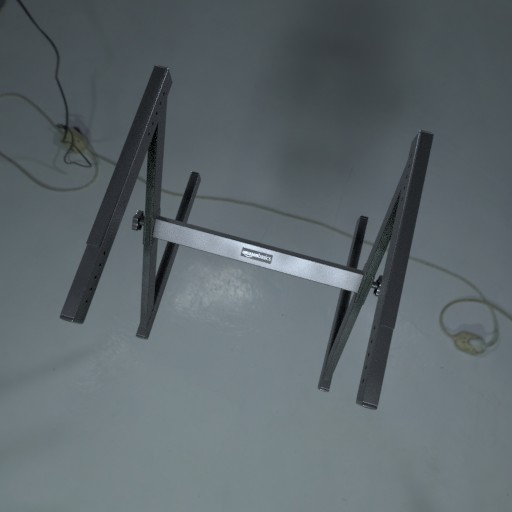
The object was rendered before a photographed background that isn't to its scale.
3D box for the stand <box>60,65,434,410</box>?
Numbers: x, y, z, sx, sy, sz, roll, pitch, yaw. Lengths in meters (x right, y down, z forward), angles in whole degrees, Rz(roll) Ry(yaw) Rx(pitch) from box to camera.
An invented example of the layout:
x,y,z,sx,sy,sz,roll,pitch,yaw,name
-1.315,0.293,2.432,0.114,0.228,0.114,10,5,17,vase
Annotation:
x,y,z,sx,sy,sz,roll,pitch,yaw,name
0.000,0.000,1.190,0.700,0.617,0.586,15,77,4,stand
